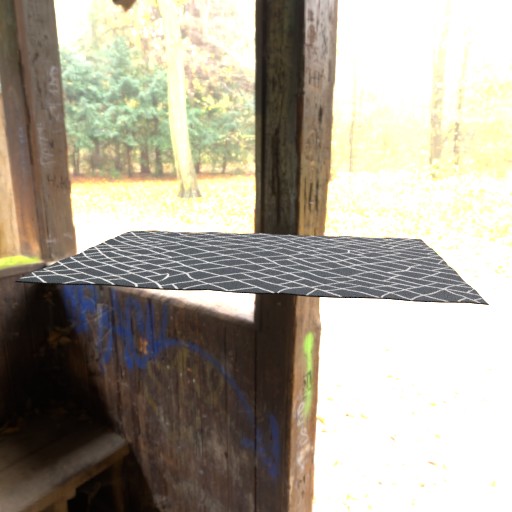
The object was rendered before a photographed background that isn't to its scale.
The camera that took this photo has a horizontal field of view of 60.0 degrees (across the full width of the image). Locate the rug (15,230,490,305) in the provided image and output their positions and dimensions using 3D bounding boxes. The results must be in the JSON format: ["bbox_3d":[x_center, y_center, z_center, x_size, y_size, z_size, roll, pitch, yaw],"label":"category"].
[{"bbox_3d":[0.000,0.000,2.983,2.448,0.017,1.529,2,14,8],"label":"rug"}]
